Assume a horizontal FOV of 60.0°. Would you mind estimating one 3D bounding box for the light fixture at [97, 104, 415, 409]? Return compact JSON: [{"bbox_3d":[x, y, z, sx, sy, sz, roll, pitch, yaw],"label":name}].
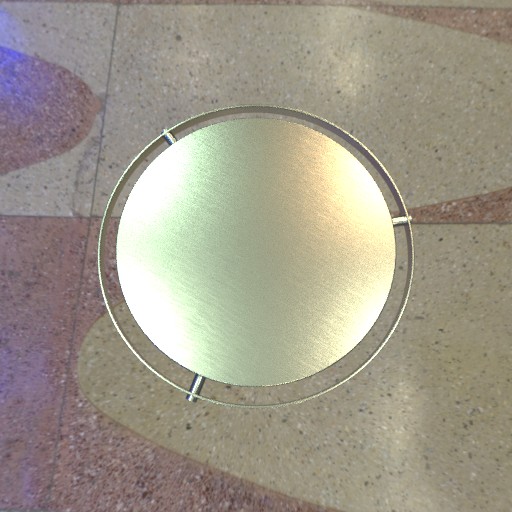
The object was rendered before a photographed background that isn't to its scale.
[{"bbox_3d":[0.000,0.000,0.564,0.361,0.130,0.361,0,75,0],"label":"light fixture"}]
